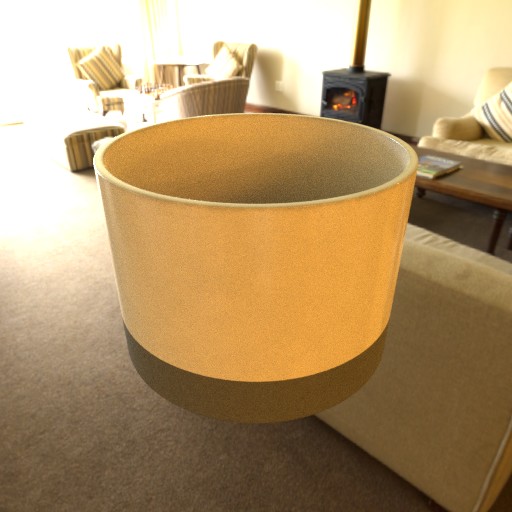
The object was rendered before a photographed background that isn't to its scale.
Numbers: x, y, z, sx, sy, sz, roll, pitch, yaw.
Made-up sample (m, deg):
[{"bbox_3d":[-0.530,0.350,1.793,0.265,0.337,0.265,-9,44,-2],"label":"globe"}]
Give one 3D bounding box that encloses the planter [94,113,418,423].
[{"bbox_3d":[0.000,0.000,0.209,0.128,0.105,0.128,0,30,0],"label":"planter"}]
